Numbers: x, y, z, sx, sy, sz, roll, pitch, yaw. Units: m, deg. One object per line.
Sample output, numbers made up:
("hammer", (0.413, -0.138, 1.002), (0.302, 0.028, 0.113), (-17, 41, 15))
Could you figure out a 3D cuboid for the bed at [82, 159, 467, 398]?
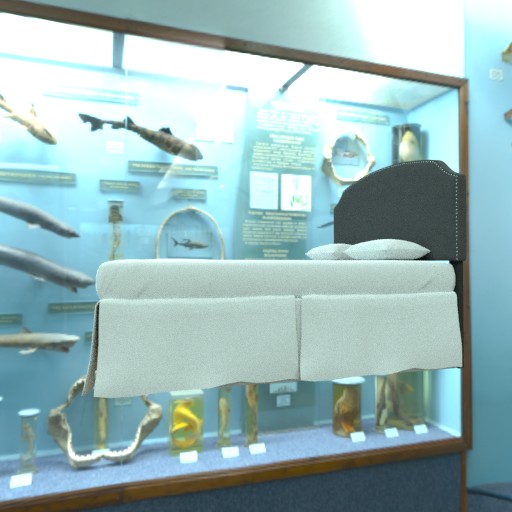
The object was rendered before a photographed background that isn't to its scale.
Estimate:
("bed", (0.000, 0.000, 2.903), (1.999, 1.270, 1.558), (0, -1, -16))
